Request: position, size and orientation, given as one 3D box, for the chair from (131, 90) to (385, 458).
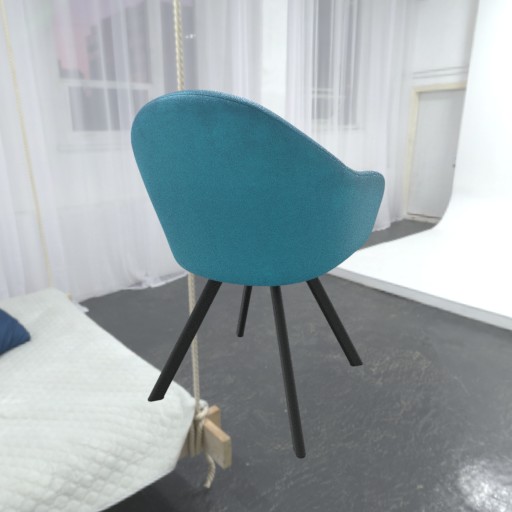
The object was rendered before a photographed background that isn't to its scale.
[{"bbox_3d":[0.000,0.000,1.154,0.540,0.780,0.570,9,18,28],"label":"chair"}]
